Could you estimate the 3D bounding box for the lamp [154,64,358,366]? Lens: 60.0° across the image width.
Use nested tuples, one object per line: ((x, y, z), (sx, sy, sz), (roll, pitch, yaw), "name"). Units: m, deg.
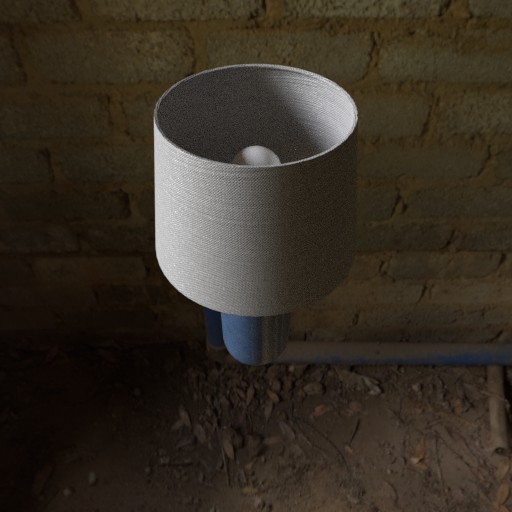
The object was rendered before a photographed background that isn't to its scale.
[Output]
((0.000, 0.000, 0.593), (0.253, 0.428, 0.253), (0, 47, 0), "lamp")
